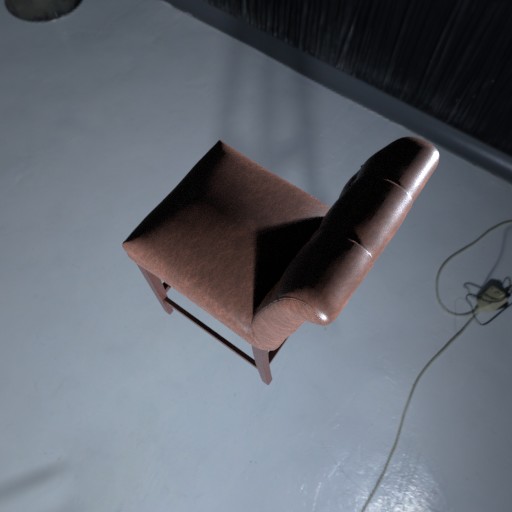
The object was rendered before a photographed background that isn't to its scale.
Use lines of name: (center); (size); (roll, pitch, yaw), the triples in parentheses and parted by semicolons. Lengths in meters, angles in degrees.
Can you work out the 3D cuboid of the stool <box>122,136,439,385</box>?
stool: (0.000, 0.000, 1.404); (0.660, 1.084, 0.486); (33, 69, 14)
